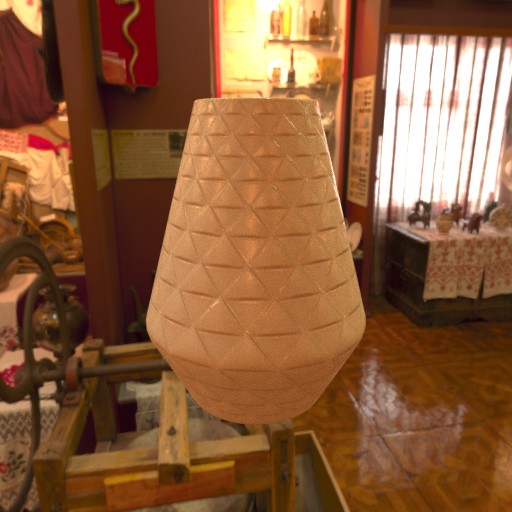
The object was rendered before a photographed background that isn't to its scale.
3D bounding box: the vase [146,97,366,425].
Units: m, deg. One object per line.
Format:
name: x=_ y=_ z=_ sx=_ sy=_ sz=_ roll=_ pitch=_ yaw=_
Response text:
vase: x=0.000 y=0.000 z=0.349 sx=0.175 sy=0.230 sz=0.175 roll=0 pitch=16 yaw=0
